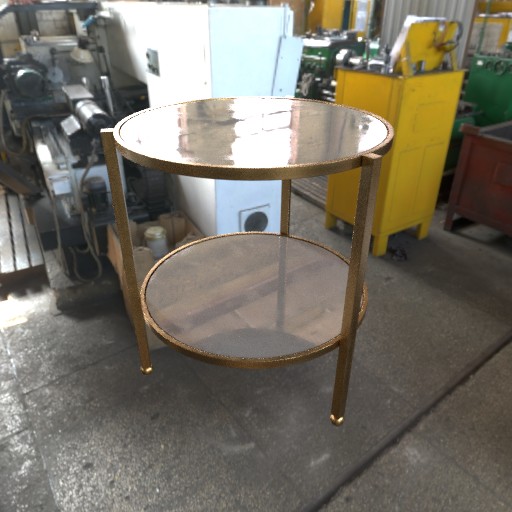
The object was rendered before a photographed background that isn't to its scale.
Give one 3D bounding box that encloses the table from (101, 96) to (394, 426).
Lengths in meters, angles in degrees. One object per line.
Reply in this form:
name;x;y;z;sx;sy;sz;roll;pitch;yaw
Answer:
table;0.000;0.000;0.451;0.231;0.269;0.243;10;32;16
